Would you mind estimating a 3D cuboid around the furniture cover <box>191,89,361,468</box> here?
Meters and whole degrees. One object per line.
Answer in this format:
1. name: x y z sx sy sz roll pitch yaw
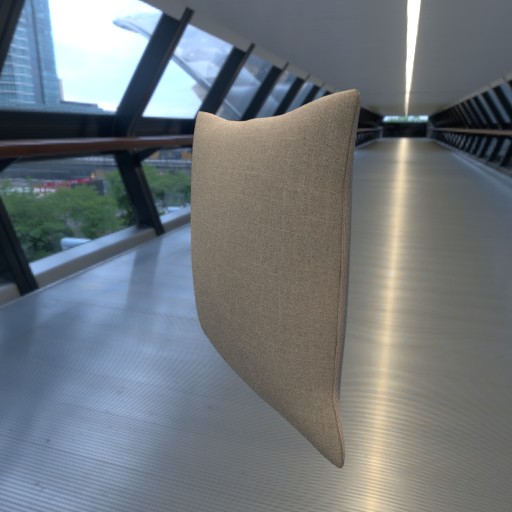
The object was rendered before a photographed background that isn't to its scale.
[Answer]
1. furniture cover: 0.000 0.000 0.777 0.178 0.506 0.512 -8 17 -27
